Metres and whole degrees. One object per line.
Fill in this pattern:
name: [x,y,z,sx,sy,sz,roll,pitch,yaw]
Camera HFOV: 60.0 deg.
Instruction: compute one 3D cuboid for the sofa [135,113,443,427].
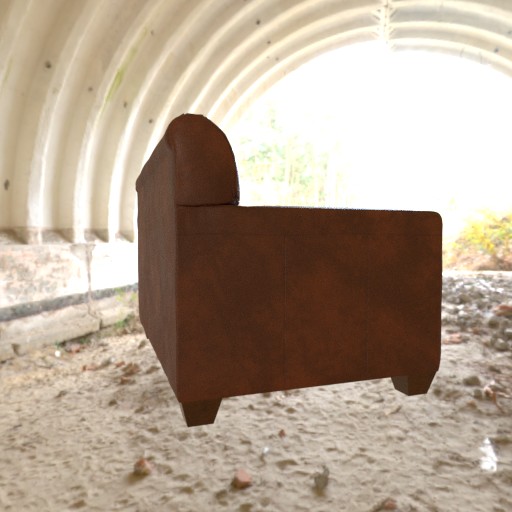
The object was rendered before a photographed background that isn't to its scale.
sofa: [0.000,0.000,2.058,1.000,0.956,1.413,-1,2,-19]
